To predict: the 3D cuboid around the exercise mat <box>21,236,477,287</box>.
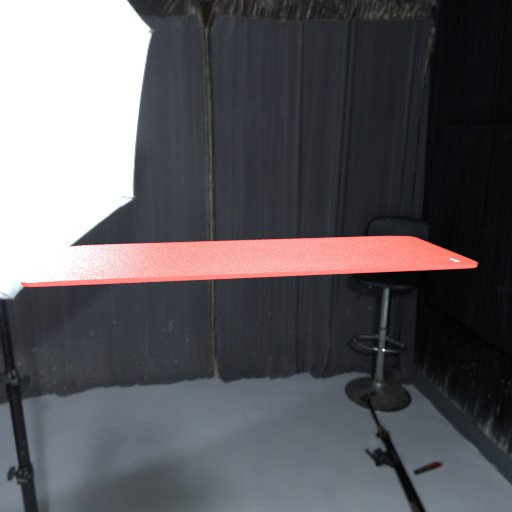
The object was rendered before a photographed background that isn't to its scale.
[{"bbox_3d":[0.000,0.000,2.040,1.869,0.021,0.616,-2,14,-8],"label":"exercise mat"}]
